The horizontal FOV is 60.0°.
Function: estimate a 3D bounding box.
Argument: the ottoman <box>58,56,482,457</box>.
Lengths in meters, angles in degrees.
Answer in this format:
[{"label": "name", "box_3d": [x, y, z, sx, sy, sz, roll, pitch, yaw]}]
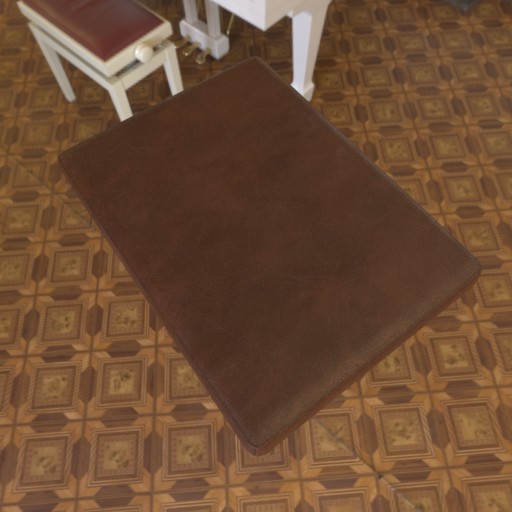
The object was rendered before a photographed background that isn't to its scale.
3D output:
[{"label": "ottoman", "box_3d": [0.000, 0.000, 1.152, 0.588, 0.509, 0.795, -33, 68, -16]}]
